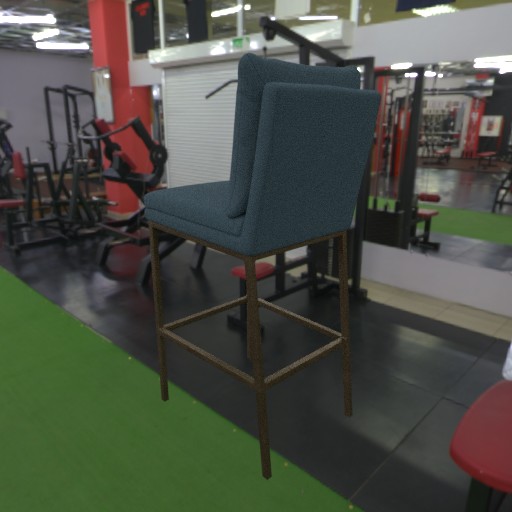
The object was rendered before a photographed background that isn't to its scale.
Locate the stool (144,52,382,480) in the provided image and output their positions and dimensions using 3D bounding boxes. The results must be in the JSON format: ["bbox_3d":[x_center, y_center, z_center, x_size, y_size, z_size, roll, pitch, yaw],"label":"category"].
[{"bbox_3d":[0.000,0.000,1.414,0.463,1.124,0.568,-16,23,-41],"label":"stool"}]
